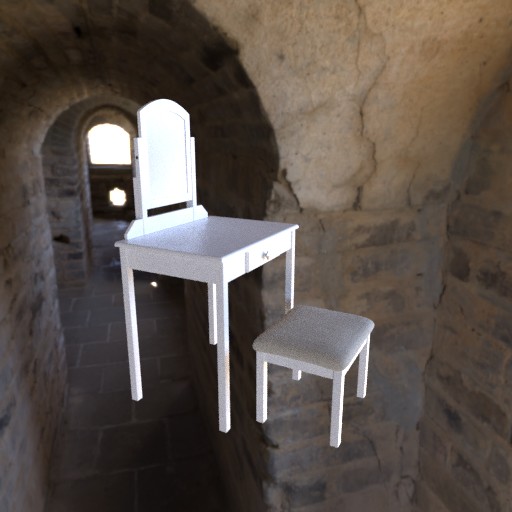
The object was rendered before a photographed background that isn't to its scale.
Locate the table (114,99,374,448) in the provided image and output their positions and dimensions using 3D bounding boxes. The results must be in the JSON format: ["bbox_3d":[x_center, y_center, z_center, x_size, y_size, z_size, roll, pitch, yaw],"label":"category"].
[{"bbox_3d":[0.000,0.000,2.383,1.211,1.631,0.876,8,17,27],"label":"table"}]
